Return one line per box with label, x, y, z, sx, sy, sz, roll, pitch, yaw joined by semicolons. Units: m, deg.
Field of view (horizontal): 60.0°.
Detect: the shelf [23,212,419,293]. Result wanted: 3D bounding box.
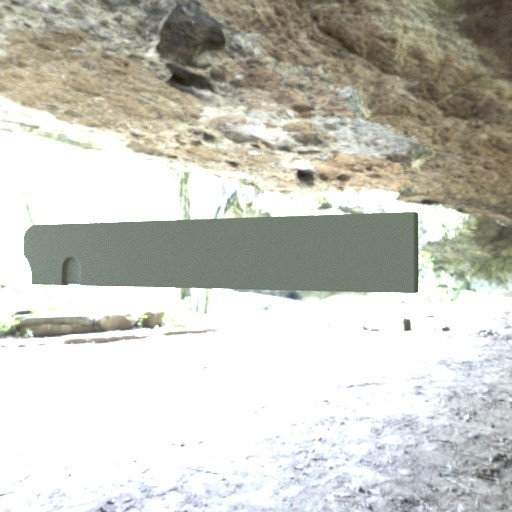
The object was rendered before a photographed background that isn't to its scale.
shelf;0.000;0.000;0.465;0.310;0.050;0.310;0;-1;18
